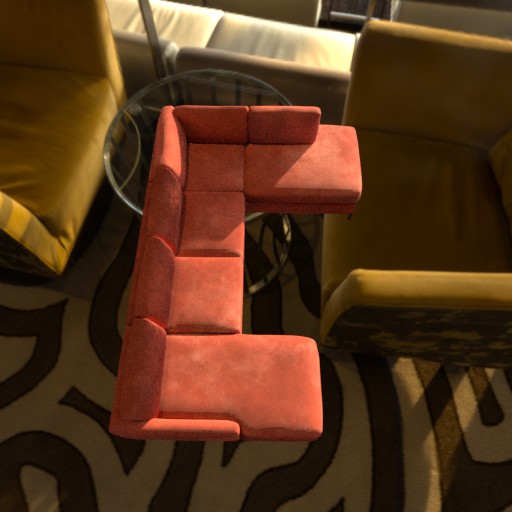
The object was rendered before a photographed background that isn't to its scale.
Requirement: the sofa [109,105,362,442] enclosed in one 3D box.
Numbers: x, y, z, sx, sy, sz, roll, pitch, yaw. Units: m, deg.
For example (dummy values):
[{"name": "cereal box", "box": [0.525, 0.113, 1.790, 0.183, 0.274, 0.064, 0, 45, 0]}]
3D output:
[{"name": "sofa", "box": [0.000, 0.000, 3.853, 1.981, 0.858, 2.971, 1, 63, 0]}]
